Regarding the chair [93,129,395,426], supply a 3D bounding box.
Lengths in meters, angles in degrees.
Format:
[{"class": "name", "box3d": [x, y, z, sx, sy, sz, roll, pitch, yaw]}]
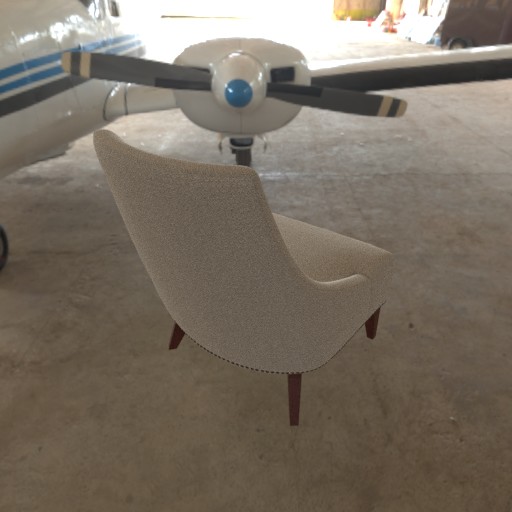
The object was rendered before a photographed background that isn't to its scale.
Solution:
[{"class": "chair", "box3d": [0.000, 0.000, 1.502, 0.701, 0.909, 0.861, 22, 37, 33]}]
